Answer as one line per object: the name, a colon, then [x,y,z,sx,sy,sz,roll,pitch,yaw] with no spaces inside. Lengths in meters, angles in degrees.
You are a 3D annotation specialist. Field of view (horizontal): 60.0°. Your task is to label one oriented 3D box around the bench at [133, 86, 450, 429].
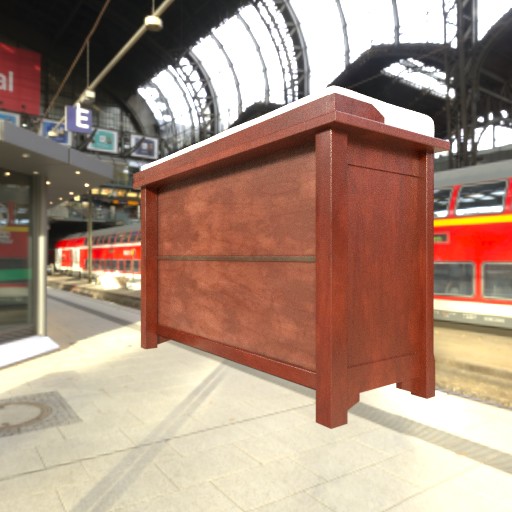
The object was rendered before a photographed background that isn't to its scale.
bench: [0.000,0.000,1.296,0.369,0.646,0.987,0,0,-36]
